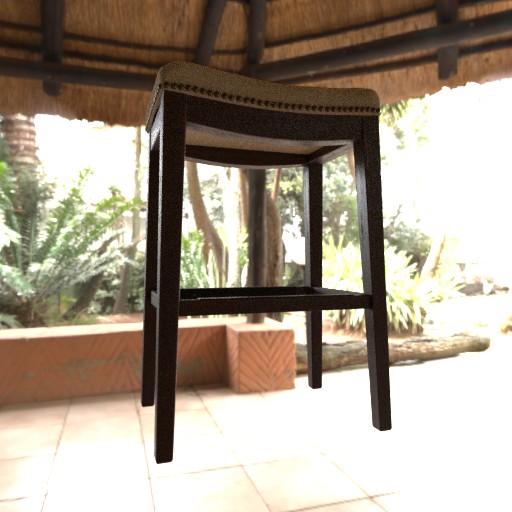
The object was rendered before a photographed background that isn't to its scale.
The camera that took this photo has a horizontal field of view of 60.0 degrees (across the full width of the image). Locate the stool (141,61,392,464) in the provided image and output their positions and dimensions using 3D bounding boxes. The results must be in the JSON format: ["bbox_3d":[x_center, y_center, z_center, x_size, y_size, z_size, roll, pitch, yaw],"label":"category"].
[{"bbox_3d":[0.000,0.000,1.064,0.509,0.768,0.363,0,0,-19],"label":"stool"}]
